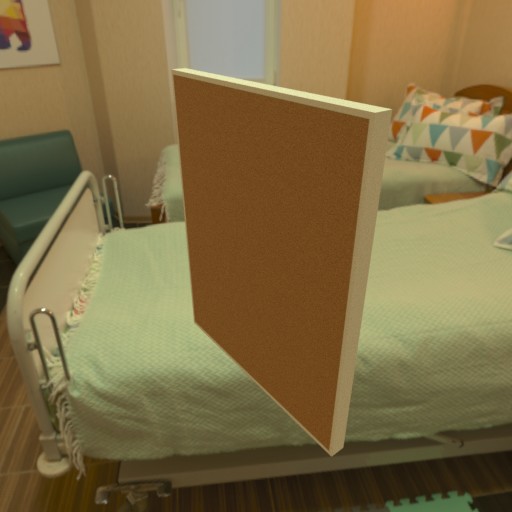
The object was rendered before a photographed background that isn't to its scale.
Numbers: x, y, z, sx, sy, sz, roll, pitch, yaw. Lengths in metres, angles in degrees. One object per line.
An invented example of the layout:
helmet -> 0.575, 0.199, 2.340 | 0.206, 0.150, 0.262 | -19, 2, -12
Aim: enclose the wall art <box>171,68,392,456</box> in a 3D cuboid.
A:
wall art -> 0.000, 0.000, 0.752 | 0.030, 0.549, 0.443 | -21, 35, -32
